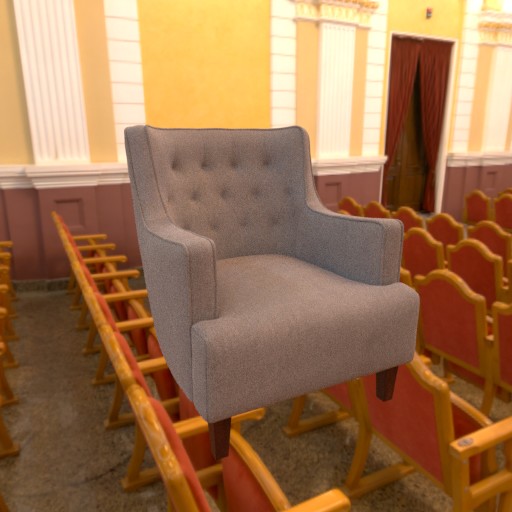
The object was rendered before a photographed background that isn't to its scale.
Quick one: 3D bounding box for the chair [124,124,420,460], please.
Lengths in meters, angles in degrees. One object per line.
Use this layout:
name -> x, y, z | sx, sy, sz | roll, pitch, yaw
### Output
chair -> 0.000, 0.000, 1.607 | 0.781, 0.919, 0.910 | -8, 17, -26
